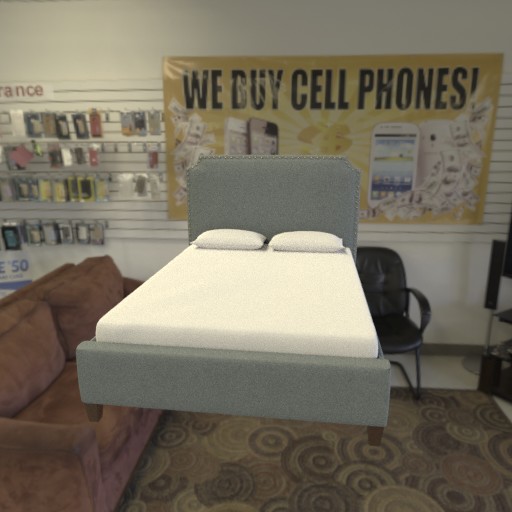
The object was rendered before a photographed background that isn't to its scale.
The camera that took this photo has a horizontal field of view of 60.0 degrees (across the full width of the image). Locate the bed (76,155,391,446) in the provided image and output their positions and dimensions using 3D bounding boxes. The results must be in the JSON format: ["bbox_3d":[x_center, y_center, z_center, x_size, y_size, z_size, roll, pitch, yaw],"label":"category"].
[{"bbox_3d":[0.000,0.000,3.371,1.712,1.443,2.372,2,14,7],"label":"bed"}]
